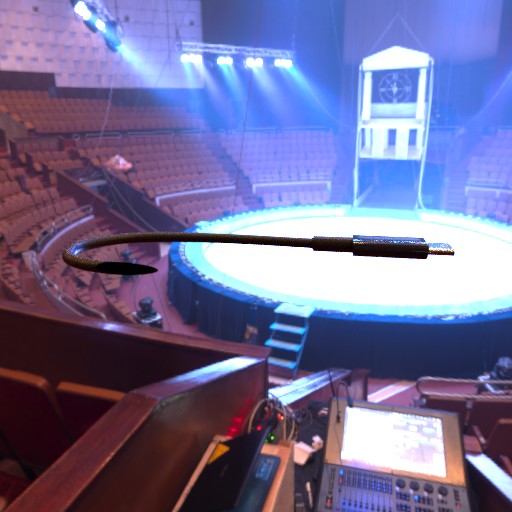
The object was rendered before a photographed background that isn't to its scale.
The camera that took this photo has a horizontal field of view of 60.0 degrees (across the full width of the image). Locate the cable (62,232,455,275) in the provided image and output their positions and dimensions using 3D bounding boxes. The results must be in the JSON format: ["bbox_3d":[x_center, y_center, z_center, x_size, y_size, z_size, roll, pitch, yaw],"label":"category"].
[{"bbox_3d":[0.000,0.000,0.110,0.098,0.005,0.041,3,16,10],"label":"cable"}]
